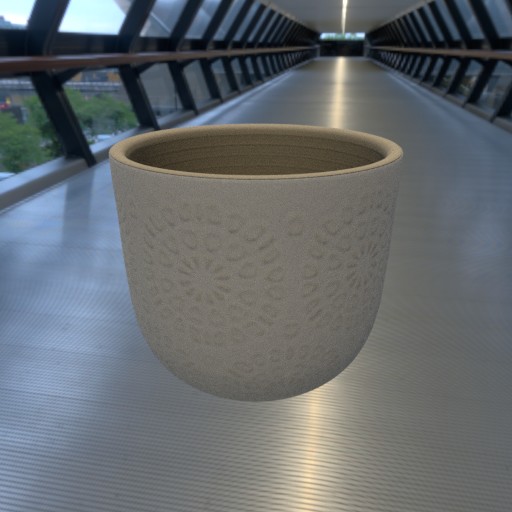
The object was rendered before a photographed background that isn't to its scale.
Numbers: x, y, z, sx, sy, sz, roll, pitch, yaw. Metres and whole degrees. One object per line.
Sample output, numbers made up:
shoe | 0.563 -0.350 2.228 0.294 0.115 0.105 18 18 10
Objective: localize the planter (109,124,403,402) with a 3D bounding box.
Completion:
planter | 0.000 0.000 0.217 0.124 0.109 0.124 0 24 0
